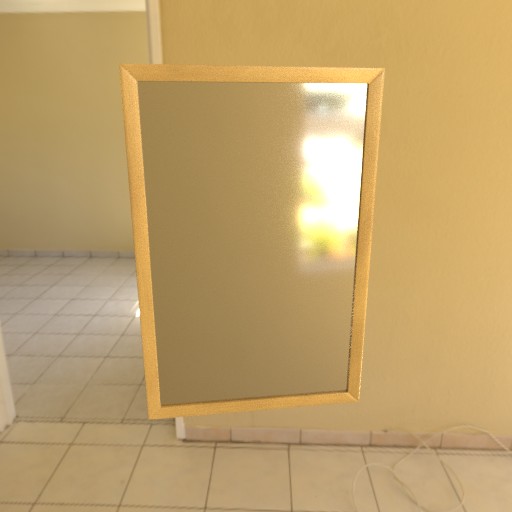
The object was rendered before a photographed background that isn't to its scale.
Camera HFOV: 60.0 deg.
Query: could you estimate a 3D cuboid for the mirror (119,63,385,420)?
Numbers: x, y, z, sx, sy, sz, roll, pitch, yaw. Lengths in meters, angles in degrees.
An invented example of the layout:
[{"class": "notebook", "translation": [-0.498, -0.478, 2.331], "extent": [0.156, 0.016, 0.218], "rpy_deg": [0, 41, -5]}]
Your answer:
[{"class": "mirror", "translation": [0.000, 0.000, 1.158], "extent": [0.609, 0.915, 0.040], "rpy_deg": [-2, 17, -7]}]
